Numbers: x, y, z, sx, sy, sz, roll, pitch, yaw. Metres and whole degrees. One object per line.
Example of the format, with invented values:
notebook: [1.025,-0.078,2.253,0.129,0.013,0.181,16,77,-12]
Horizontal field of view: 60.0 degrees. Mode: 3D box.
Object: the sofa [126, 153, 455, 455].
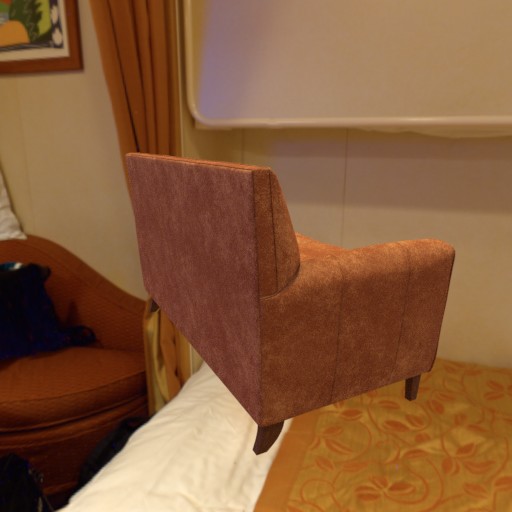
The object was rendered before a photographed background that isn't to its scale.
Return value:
sofa: [0.000,0.000,1.965,0.787,0.871,1.473,-7,16,-26]
